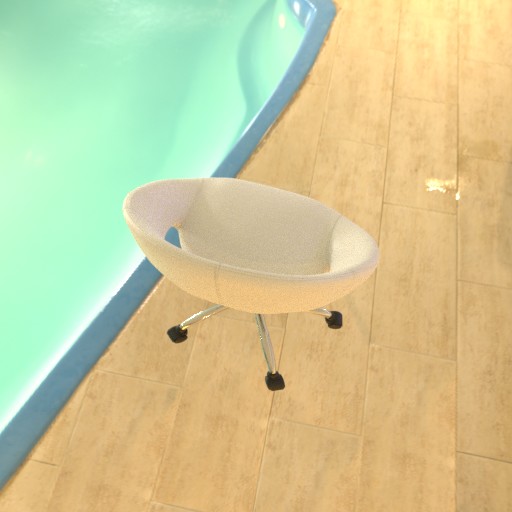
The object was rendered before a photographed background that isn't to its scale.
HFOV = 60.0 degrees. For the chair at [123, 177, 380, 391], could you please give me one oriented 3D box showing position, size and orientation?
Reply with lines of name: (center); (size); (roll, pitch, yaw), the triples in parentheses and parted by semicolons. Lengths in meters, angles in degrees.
chair: (0.000, 0.000, 1.213); (0.612, 0.791, 0.538); (16, 65, 8)
